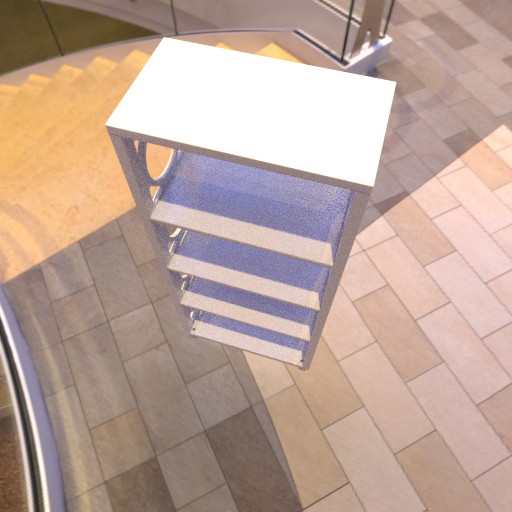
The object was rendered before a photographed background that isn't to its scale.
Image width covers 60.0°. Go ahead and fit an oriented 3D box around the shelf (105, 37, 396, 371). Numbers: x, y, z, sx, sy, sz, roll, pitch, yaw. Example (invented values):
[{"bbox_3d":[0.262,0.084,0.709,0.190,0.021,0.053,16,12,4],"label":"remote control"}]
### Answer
[{"bbox_3d":[0.000,0.000,1.644,0.611,1.411,0.340,15,60,9],"label":"shelf"}]
